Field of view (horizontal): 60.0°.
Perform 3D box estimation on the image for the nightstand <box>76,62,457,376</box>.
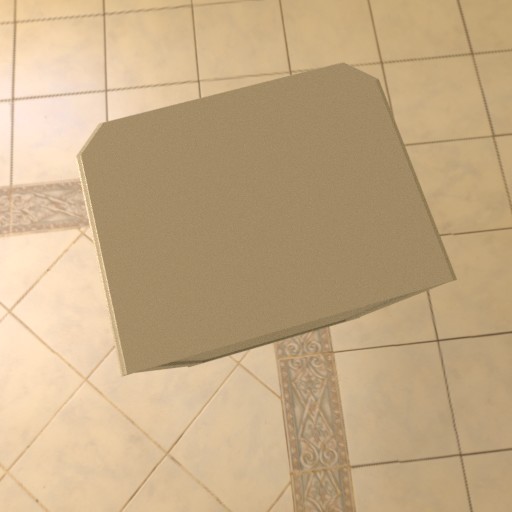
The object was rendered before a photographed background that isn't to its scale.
[{"bbox_3d":[0.000,0.000,0.922,0.450,0.680,0.350,-15,78,-4],"label":"nightstand"}]
